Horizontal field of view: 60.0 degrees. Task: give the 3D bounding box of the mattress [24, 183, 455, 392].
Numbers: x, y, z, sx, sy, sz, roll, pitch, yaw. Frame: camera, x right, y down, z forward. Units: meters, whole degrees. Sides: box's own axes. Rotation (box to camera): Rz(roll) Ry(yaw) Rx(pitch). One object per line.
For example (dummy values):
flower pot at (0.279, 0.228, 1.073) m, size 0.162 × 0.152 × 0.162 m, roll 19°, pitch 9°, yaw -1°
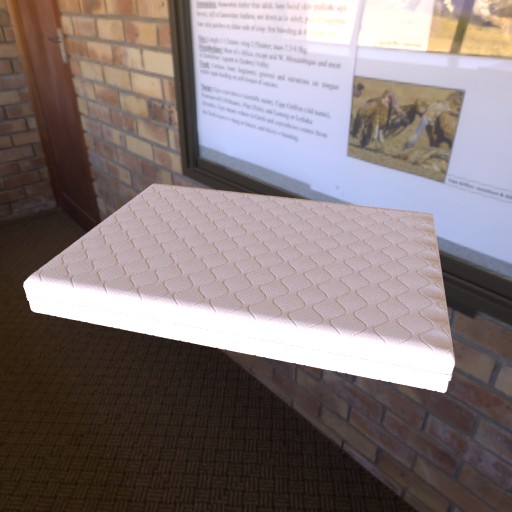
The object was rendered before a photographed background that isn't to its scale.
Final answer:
mattress at (0.000, 0.000, 2.555) m, size 2.000 × 0.200 × 1.400 m, roll 8°, pitch 31°, yaw 14°
